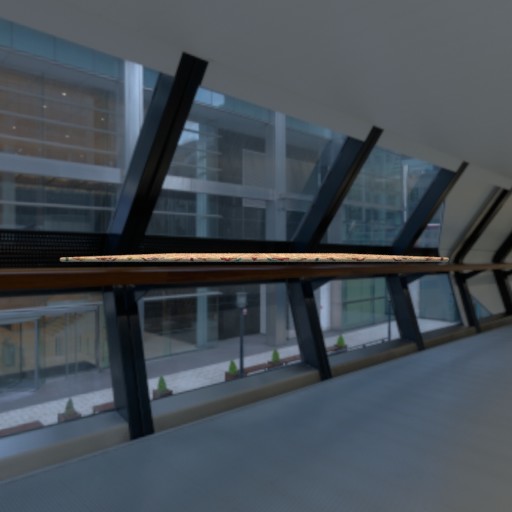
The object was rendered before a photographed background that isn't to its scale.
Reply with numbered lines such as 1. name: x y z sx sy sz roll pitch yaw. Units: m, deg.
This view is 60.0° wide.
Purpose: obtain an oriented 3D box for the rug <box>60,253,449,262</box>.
1. rug: 0.000 0.000 2.309 1.226 0.013 1.838 0 1 0
